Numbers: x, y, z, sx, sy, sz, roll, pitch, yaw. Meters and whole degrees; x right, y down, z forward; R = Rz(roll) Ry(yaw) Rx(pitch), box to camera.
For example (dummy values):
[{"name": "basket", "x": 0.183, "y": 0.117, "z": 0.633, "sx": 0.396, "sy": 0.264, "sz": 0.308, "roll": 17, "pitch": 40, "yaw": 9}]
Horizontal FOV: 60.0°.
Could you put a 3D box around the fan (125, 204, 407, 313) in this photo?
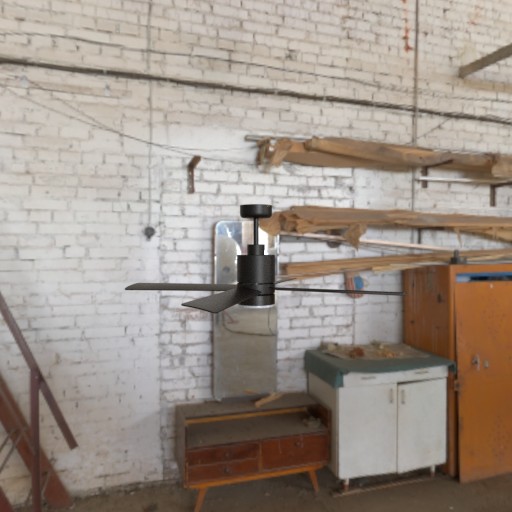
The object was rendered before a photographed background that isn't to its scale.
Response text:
[{"name": "fan", "x": 0.000, "y": 0.000, "z": 2.358, "sx": 1.525, "sy": 0.534, "sz": 1.525, "roll": 0, "pitch": 1, "yaw": 17}]
